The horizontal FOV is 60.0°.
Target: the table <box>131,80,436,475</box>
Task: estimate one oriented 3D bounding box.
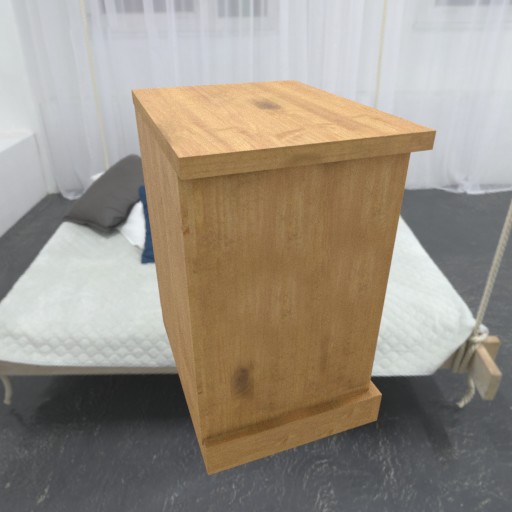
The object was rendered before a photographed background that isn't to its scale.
[{"bbox_3d":[0.000,0.000,1.244,0.500,0.813,0.660,-10,32,-17],"label":"table"}]
